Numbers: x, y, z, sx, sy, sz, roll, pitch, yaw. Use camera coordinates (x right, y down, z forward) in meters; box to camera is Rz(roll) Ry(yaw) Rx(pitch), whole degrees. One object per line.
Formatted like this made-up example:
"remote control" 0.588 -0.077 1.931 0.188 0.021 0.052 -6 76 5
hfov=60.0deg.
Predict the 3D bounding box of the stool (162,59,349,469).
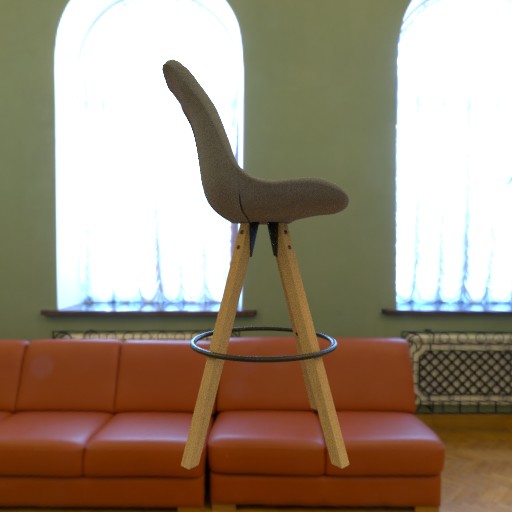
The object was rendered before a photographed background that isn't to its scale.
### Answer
"stool" 0.000 0.000 1.384 0.550 1.115 0.485 0 1 -1
